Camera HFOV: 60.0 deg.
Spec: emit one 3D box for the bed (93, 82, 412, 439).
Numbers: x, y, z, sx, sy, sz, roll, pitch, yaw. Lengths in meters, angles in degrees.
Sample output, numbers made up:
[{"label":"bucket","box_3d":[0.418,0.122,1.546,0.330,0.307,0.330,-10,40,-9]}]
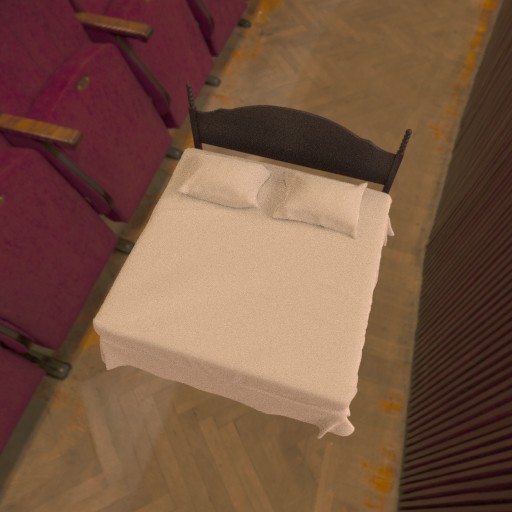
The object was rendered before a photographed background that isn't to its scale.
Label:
[{"label":"bed","box_3d":[0.000,0.000,3.663,2.322,1.355,2.219,15,60,9]}]
